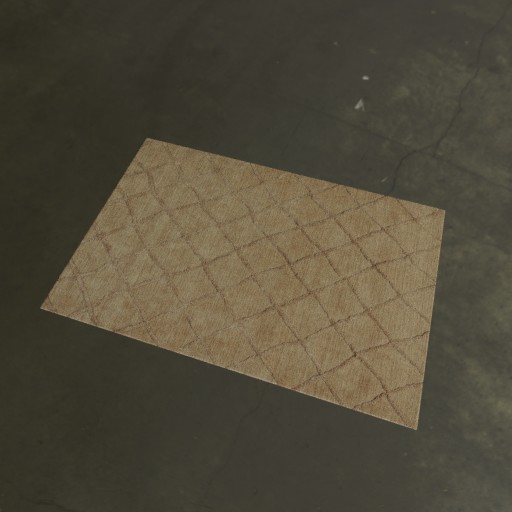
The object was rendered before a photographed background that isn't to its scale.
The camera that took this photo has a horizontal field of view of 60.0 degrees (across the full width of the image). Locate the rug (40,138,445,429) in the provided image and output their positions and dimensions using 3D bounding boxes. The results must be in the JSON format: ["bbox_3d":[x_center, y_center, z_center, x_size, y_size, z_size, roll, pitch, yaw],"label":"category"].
[{"bbox_3d":[0.000,0.000,2.916,2.292,0.014,1.528,16,60,9],"label":"rug"}]
